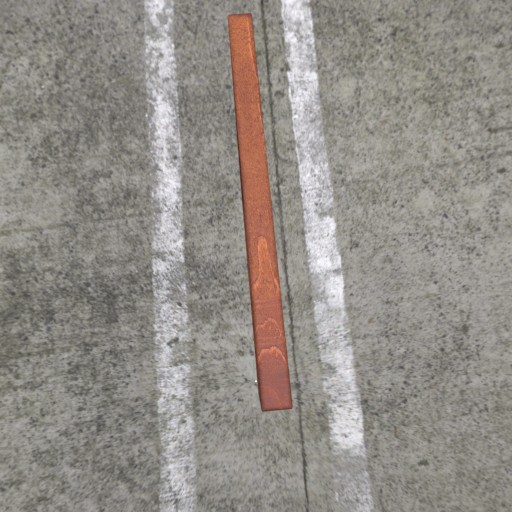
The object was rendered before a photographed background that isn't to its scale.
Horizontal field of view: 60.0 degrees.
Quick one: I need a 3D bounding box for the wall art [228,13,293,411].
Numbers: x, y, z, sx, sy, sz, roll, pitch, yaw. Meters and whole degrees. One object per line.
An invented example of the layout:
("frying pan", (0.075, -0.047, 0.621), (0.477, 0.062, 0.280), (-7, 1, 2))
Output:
("wall art", (0.000, 0.000, 0.749), (0.030, 0.558, 0.462), (-5, 74, -1))
